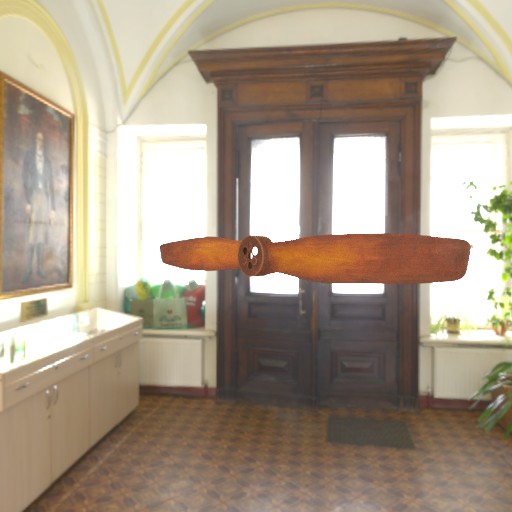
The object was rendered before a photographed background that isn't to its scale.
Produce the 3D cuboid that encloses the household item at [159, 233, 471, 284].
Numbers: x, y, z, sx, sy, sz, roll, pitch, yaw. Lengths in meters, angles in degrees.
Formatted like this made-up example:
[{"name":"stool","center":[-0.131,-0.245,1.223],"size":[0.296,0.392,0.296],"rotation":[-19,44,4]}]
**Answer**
[{"name":"household item","center":[0.000,0.000,1.221],"size":[0.051,0.121,1.181],"rotation":[0,1,-38]}]
